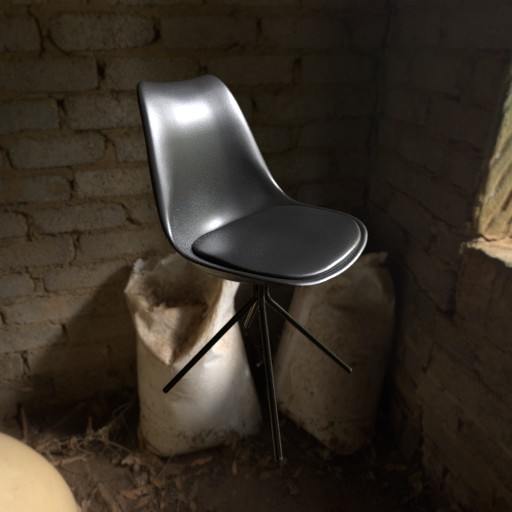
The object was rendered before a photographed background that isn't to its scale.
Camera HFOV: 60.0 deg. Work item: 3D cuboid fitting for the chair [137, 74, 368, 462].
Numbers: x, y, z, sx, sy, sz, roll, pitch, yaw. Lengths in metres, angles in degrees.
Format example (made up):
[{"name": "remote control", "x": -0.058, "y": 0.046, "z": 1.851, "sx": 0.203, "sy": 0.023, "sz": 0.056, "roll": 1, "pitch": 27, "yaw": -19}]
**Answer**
[{"name": "chair", "x": 0.000, "y": 0.000, "z": 1.165, "sx": 0.525, "sy": 0.850, "sz": 0.461, "roll": 18, "pitch": 32, "yaw": 32}]
